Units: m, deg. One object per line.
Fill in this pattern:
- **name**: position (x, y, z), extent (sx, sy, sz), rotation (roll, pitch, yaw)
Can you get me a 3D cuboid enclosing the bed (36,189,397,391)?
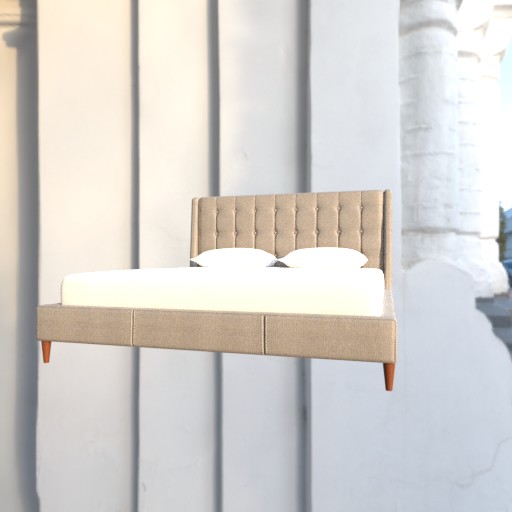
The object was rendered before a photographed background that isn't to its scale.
- **bed**: position (0.000, 0.000, 3.470), extent (2.062, 1.289, 2.342), rotation (0, 0, 16)
